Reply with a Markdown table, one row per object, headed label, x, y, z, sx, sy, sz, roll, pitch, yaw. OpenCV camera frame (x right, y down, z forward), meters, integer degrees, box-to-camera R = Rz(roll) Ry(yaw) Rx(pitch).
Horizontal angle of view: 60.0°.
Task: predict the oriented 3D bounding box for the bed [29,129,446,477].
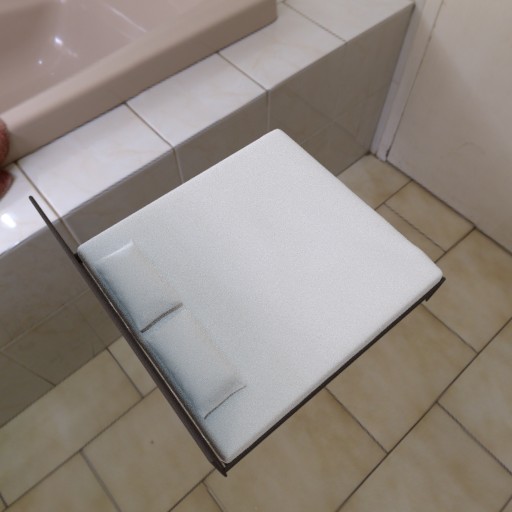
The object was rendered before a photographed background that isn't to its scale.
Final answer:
| label | x | y | z | sx | sy | sz | roll | pitch | yaw |
| --- | --- | --- | --- | --- | --- | --- | --- | --- | --- |
| bed | 0.000 | 0.000 | 3.297 | 2.151 | 1.173 | 1.993 | -35 | 66 | -18 |
